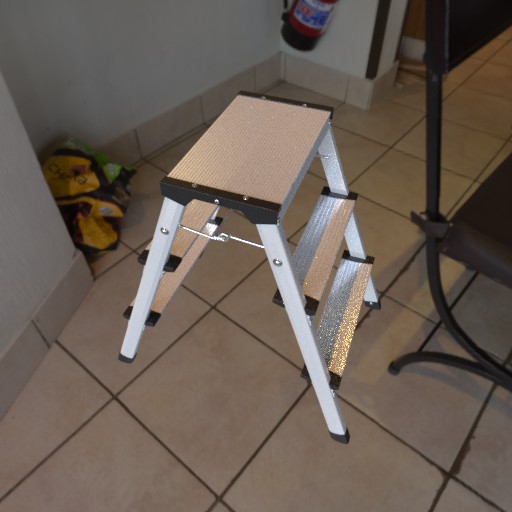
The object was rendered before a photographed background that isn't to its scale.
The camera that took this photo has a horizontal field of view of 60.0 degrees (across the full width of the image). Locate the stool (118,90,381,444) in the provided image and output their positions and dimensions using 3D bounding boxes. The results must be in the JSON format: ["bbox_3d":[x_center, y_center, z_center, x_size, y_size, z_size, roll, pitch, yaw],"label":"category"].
[{"bbox_3d":[0.000,0.000,1.021,0.622,0.605,0.437,16,48,14],"label":"stool"}]
